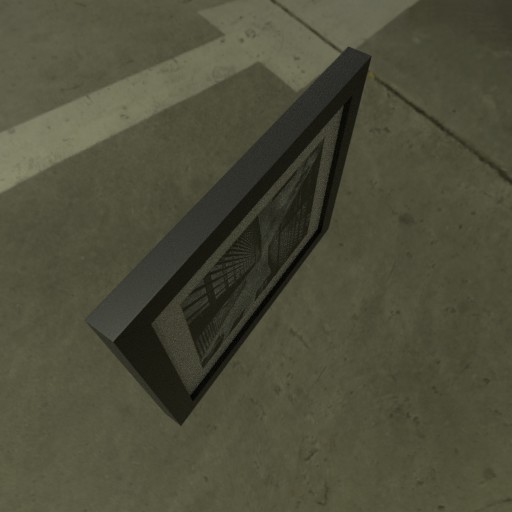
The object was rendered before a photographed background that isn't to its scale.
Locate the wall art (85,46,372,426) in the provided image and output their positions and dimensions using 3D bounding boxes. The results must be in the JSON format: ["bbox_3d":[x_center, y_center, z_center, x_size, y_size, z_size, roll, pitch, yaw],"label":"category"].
[{"bbox_3d":[0.000,0.000,0.525,0.028,0.321,0.381,31,64,17],"label":"wall art"}]
